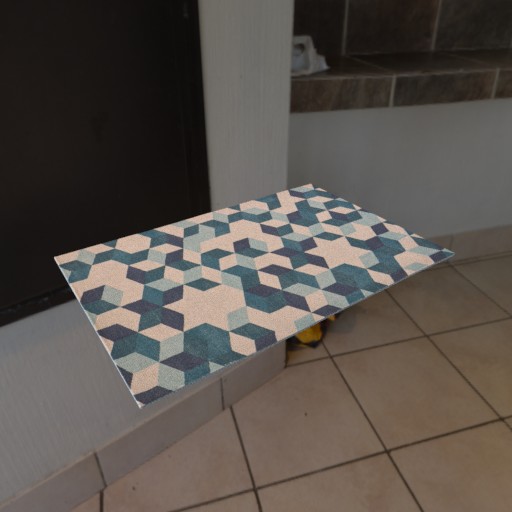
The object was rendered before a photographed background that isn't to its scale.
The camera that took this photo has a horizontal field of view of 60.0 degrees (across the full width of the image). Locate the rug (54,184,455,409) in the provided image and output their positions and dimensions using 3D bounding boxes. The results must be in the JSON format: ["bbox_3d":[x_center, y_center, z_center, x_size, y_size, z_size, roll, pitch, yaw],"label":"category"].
[{"bbox_3d":[0.000,0.000,2.426,1.829,0.014,1.235,-20,37,-29],"label":"rug"}]
